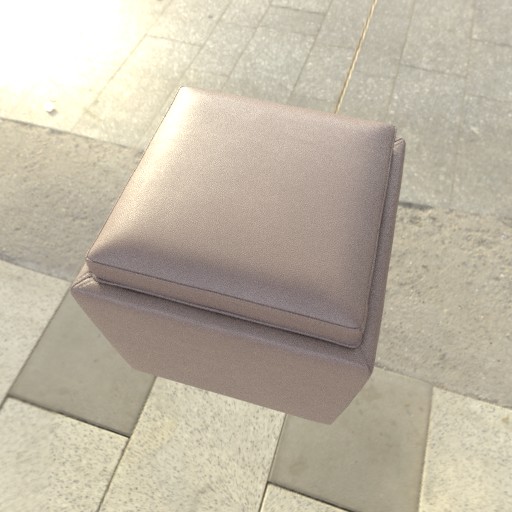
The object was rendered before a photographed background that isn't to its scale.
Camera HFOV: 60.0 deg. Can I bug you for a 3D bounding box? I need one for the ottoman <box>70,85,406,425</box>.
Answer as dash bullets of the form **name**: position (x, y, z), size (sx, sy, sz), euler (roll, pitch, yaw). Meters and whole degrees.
- **ottoman**: position (0.000, 0.000, 0.839), size (0.451, 0.460, 0.450), euler (13, 60, 8)
